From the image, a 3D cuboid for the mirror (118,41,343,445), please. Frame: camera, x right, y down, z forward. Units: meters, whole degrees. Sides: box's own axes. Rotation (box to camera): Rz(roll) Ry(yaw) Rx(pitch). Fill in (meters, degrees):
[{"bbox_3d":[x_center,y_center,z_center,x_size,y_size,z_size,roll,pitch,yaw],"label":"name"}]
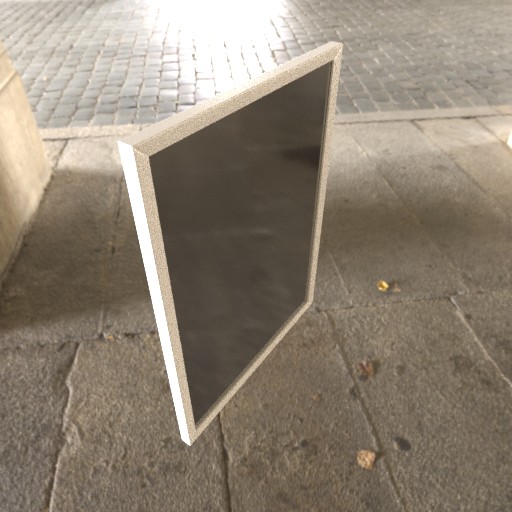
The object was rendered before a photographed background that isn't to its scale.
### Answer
[{"bbox_3d":[0.000,0.000,1.309,0.040,1.016,0.762,25,46,26],"label":"mirror"}]
